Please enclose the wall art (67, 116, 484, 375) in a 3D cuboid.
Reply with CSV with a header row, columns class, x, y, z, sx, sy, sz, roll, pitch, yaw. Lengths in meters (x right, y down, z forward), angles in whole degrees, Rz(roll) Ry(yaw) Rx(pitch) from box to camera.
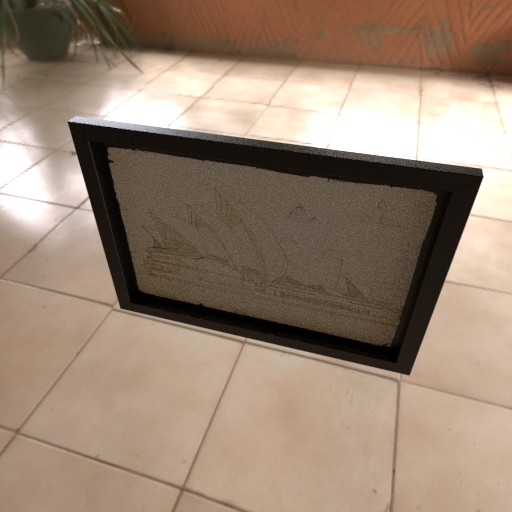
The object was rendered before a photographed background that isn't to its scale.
class,x,y,z,sx,sy,sz,roll,pitch,yaw
wall art,0.000,0.000,0.833,0.657,0.458,0.027,11,41,13
